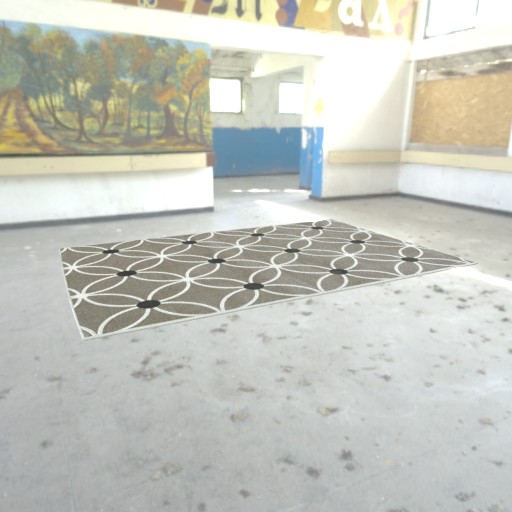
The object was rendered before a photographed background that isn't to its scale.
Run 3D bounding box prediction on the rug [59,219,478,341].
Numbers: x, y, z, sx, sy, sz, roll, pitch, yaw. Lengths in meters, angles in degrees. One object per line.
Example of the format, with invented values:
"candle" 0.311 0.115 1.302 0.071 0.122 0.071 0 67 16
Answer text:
"rug" 0.000 0.000 2.859 2.284 0.008 1.522 -8 18 -25
